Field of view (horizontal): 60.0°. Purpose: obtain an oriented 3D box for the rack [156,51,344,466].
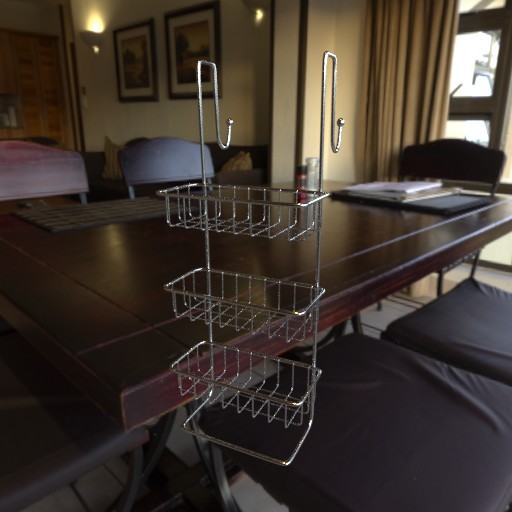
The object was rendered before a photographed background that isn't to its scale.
[{"bbox_3d":[0.000,0.000,0.687,0.228,0.574,0.202,8,19,25],"label":"rack"}]
